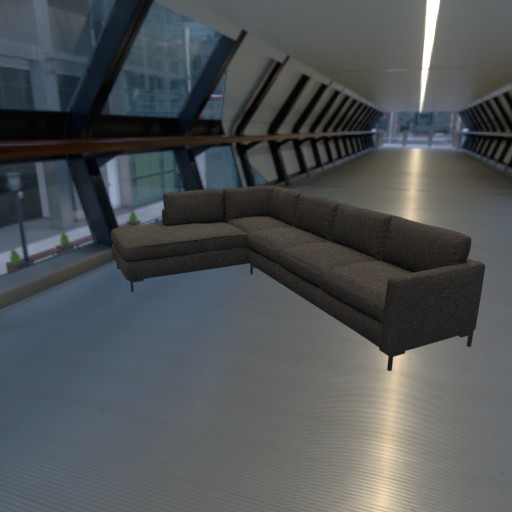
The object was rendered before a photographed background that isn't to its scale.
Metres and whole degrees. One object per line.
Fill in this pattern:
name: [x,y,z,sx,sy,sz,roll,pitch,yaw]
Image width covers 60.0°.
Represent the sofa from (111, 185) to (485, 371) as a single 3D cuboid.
sofa: [0.000,0.000,3.823,2.007,0.815,2.949,-8,19,-25]
